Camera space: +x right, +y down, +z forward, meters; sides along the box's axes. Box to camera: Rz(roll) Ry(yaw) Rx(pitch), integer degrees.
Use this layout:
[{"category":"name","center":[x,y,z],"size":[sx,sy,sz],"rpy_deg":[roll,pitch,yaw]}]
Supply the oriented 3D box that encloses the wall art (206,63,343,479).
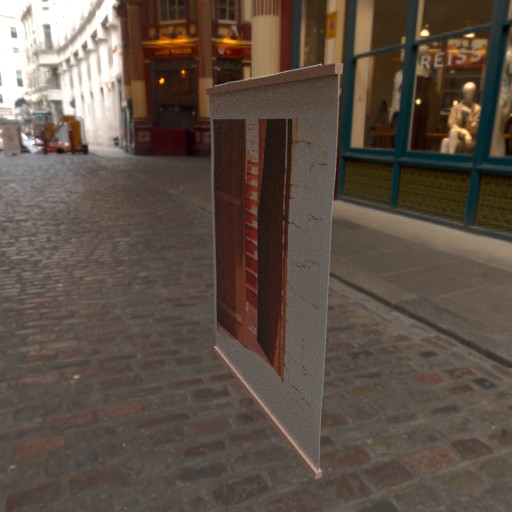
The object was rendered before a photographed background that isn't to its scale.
[{"category":"wall art","center":[0.000,0.000,1.345],"size":[0.020,1.013,0.758],"rpy_deg":[-8,18,-24]}]
